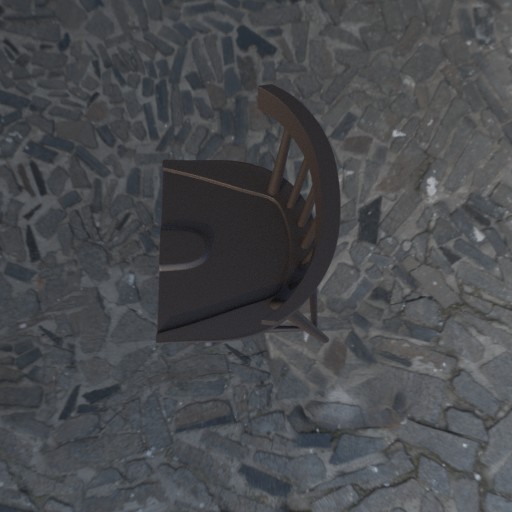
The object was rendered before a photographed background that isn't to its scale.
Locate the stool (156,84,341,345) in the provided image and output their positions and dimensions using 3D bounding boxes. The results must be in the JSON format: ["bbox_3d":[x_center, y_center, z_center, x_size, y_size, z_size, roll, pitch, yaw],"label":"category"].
[{"bbox_3d":[0.000,0.000,1.269,0.549,0.953,0.494,-1,77,0],"label":"stool"}]
